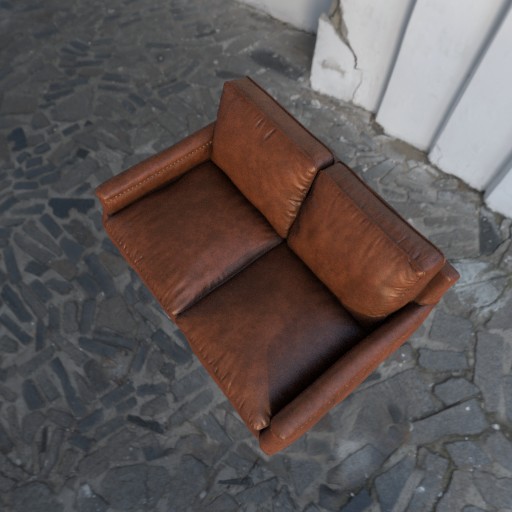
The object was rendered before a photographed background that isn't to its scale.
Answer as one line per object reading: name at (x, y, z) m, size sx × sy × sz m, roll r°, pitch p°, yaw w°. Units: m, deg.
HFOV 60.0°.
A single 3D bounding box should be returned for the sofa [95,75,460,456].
sofa at (0.000, 0.000, 2.323) m, size 1.083 × 1.003 × 1.628 m, roll -35°, pitch 69°, yaw -16°
